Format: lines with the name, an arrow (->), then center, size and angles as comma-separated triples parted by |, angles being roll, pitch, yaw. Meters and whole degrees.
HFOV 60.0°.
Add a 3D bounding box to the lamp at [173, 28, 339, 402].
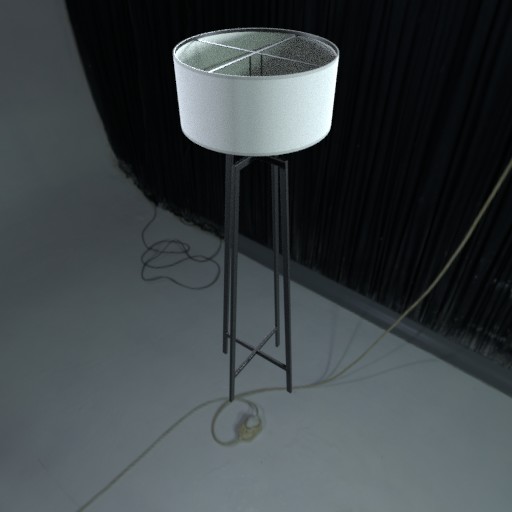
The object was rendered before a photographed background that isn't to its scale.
lamp -> 0.000, 0.000, 1.721 | 0.456, 1.510, 0.457 | 25, 46, 26
